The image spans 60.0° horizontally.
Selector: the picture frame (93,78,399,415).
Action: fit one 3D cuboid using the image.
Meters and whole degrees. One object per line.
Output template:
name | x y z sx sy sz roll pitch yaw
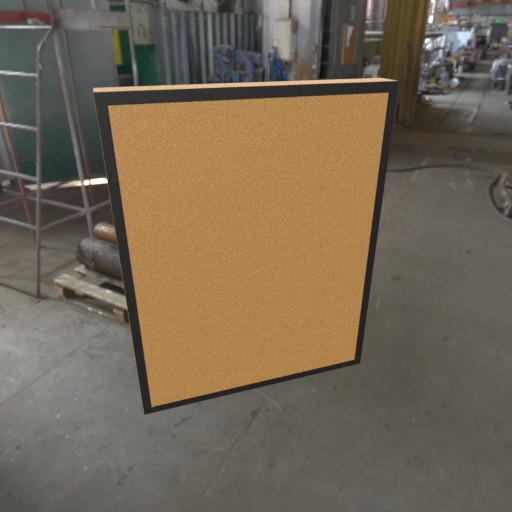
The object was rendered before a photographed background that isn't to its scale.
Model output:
picture frame | 0.000 0.000 0.723 0.421 0.526 0.046 -9 28 -16
